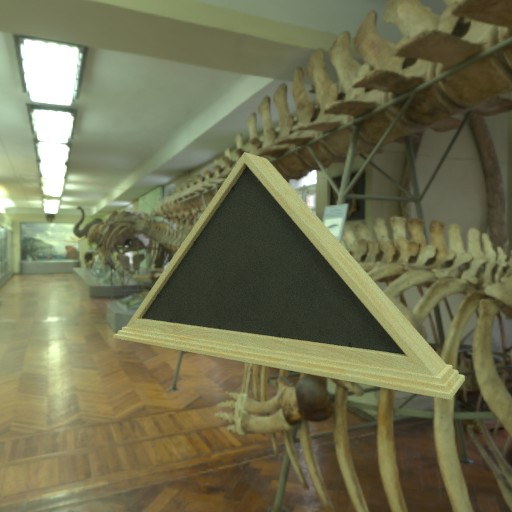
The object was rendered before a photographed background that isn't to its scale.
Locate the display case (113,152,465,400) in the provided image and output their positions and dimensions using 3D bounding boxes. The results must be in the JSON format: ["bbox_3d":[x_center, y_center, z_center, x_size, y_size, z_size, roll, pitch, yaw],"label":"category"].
[{"bbox_3d":[0.000,0.000,0.755,0.640,0.340,0.095,1,2,35],"label":"display case"}]
